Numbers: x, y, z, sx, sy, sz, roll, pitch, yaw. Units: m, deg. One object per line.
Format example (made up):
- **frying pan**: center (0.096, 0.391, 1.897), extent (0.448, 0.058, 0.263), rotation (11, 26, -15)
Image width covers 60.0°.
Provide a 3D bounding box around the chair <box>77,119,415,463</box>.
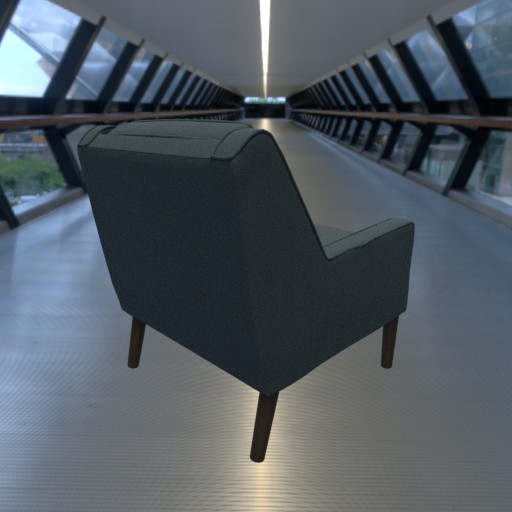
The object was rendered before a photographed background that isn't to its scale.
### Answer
- **chair**: center (0.000, 0.000, 1.321), extent (0.733, 0.780, 0.663), rotation (-16, 23, -42)
